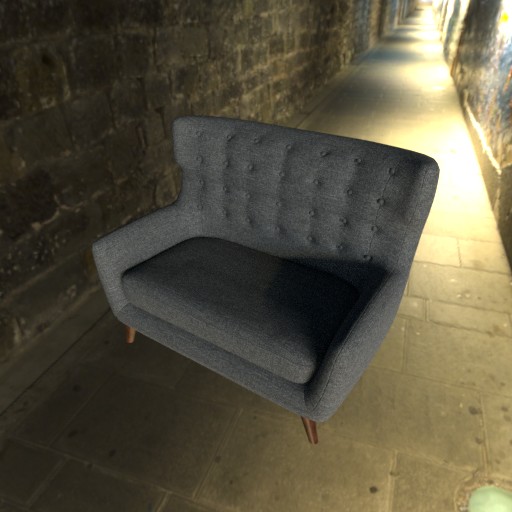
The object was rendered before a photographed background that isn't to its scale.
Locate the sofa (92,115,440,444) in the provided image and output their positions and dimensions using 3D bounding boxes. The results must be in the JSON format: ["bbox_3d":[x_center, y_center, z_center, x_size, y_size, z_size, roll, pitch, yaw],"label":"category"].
[{"bbox_3d":[0.000,0.000,2.085,1.358,1.028,0.874,19,36,29],"label":"sofa"}]
